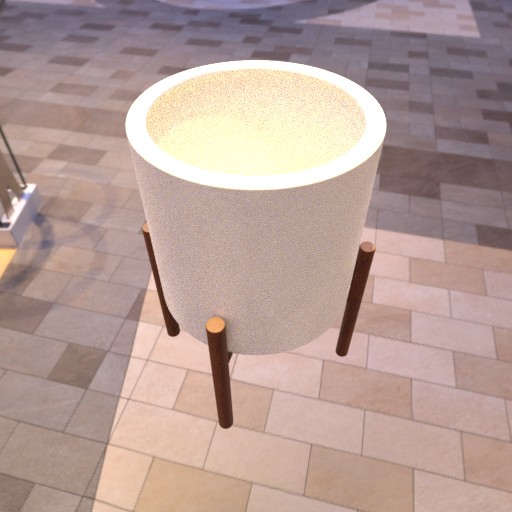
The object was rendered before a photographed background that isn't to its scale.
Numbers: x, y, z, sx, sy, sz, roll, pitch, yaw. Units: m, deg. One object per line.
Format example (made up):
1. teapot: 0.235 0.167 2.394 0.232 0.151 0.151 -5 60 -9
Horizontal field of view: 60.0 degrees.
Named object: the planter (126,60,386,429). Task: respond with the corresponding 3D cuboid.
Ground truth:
1. planter: 0.000 0.000 0.960 0.417 0.670 0.417 -24 50 -22
